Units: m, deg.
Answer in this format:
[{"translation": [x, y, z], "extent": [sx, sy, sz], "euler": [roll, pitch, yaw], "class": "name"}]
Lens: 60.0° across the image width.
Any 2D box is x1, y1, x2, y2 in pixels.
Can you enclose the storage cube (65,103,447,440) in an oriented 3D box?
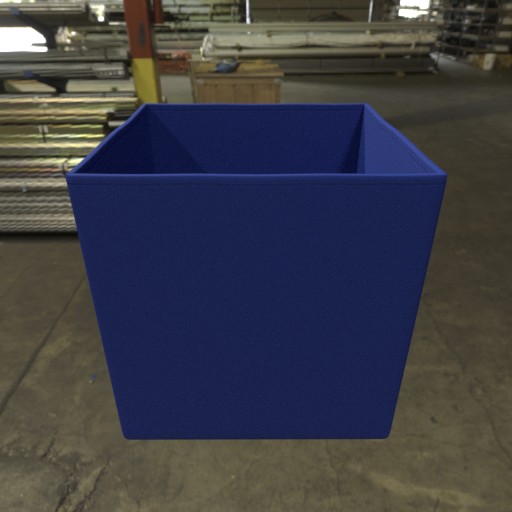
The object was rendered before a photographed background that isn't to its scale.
[{"translation": [0.000, 0.000, 0.489], "extent": [0.270, 0.280, 0.270], "euler": [0, 30, 0], "class": "storage cube"}]
